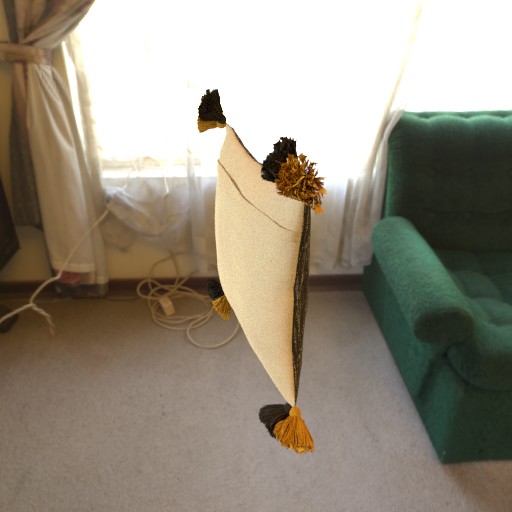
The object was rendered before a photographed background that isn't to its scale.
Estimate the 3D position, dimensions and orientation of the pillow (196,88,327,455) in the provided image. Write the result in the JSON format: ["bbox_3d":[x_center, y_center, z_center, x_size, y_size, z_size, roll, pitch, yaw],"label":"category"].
[{"bbox_3d":[0.000,0.000,0.995,0.139,0.659,0.654,-9,30,-16],"label":"pillow"}]
